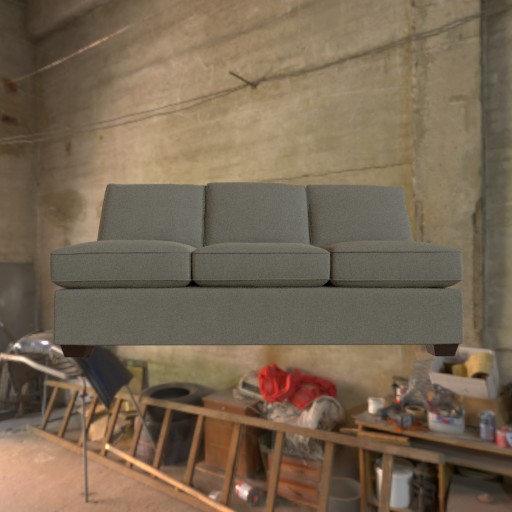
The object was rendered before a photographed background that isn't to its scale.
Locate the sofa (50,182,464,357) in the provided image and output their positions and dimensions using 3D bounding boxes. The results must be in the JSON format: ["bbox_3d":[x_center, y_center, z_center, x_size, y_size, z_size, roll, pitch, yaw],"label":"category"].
[{"bbox_3d":[0.000,0.000,2.733,2.092,1.036,1.127,0,-1,-1],"label":"sofa"}]
